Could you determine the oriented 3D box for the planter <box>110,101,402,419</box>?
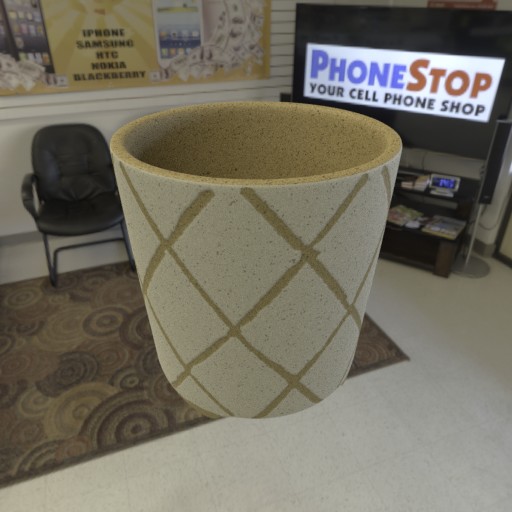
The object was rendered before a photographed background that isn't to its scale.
[{"bbox_3d":[0.000,0.000,0.417,0.228,0.235,0.228,0,31,0],"label":"planter"}]
